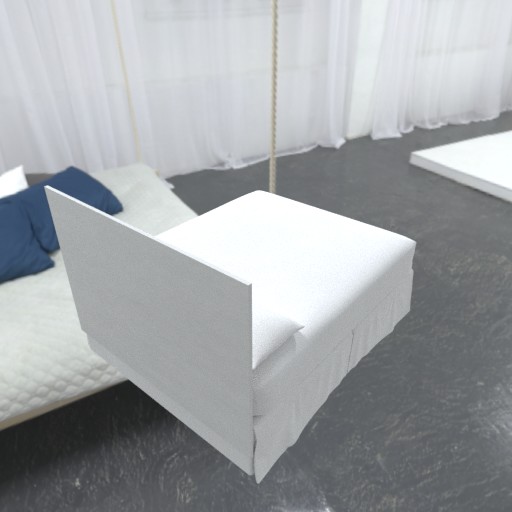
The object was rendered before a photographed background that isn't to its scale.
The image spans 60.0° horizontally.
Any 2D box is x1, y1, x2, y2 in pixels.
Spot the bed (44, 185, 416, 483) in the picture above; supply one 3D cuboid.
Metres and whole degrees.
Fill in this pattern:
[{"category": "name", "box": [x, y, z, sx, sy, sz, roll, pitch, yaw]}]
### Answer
[{"category": "bed", "box": [0.000, 0.000, 3.239, 1.745, 1.335, 2.094, 23, 38, 33]}]
